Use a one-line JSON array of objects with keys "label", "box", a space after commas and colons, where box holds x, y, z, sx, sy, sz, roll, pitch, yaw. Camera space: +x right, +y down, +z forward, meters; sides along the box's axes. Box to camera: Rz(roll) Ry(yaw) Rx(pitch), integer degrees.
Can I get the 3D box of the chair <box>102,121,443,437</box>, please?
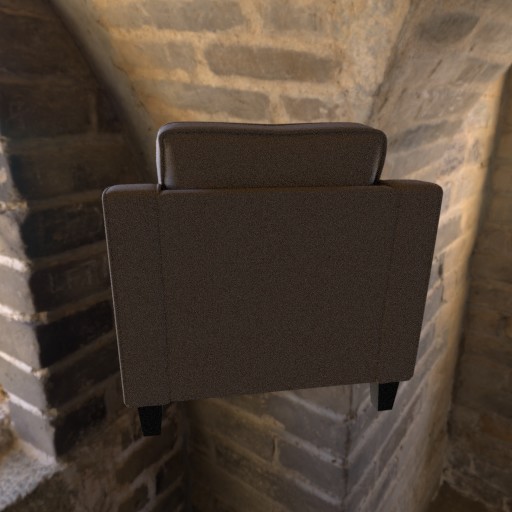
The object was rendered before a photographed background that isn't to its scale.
[{"label": "chair", "box": [0.000, 0.000, 1.655, 0.922, 0.948, 0.882, -3, 16, -9]}]
